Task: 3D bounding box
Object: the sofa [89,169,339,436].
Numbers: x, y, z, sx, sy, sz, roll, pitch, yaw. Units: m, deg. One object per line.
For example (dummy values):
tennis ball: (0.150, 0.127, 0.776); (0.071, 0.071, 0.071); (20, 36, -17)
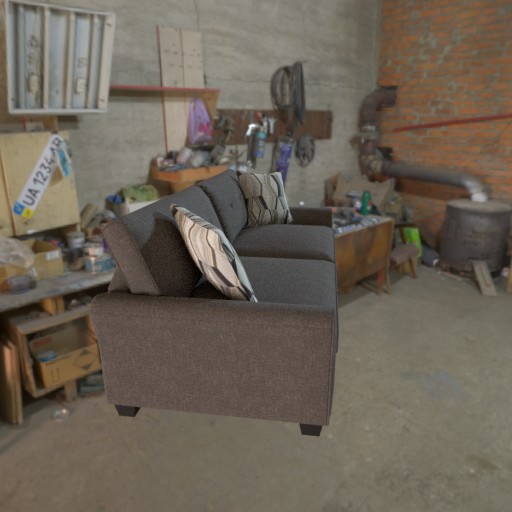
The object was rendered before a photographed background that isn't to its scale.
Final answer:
sofa: (0.000, 0.000, 2.490); (0.889, 0.813, 2.032); (3, 17, 9)
